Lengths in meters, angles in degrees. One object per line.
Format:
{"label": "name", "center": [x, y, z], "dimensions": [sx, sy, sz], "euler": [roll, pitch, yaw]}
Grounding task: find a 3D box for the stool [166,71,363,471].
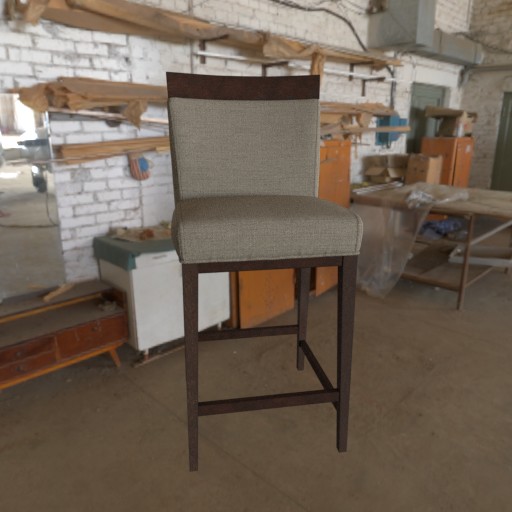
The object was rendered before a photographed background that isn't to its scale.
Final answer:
{"label": "stool", "center": [0.000, 0.000, 1.400], "dimensions": [0.511, 1.117, 0.531], "euler": [-3, 17, -9]}
